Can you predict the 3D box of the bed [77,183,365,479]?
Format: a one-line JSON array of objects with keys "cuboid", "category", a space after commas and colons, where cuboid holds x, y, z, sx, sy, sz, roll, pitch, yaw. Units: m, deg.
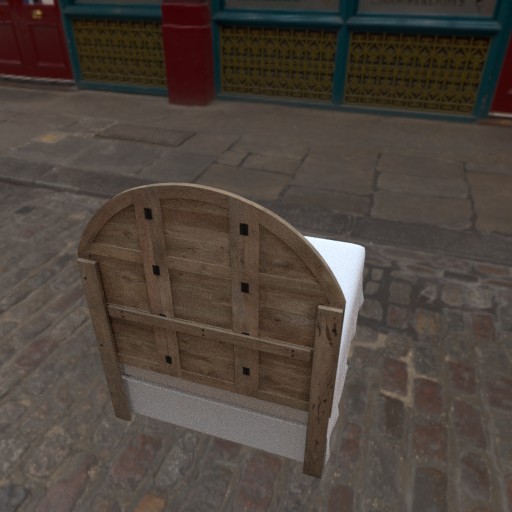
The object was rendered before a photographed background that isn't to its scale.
[{"cuboid": [0.000, 0.000, 3.543, 1.713, 2.002, 2.112, 10, 33, 15], "category": "bed"}]
